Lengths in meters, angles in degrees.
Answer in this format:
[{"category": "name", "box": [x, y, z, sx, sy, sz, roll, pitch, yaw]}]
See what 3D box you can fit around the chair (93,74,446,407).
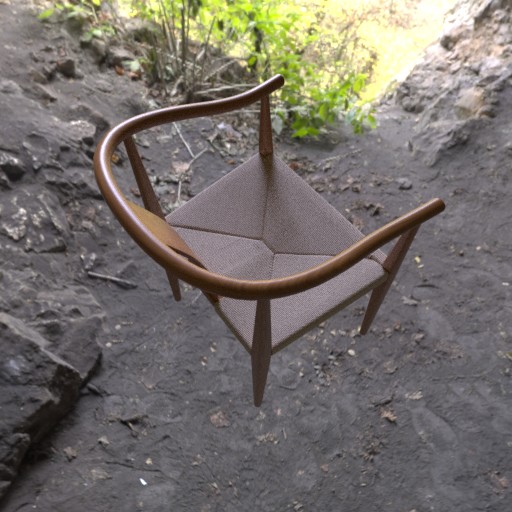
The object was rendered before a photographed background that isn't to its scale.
[{"category": "chair", "box": [0.000, 0.000, 1.164, 0.579, 0.800, 0.556, -33, 63, -19]}]
